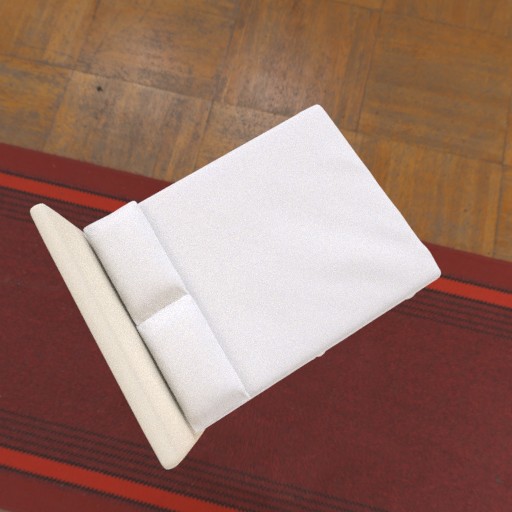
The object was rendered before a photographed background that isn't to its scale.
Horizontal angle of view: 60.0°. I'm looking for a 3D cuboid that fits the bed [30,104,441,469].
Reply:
[{"bbox_3d":[0.000,0.000,3.147,2.147,1.330,1.714,-31,78,-7],"label":"bed"}]
